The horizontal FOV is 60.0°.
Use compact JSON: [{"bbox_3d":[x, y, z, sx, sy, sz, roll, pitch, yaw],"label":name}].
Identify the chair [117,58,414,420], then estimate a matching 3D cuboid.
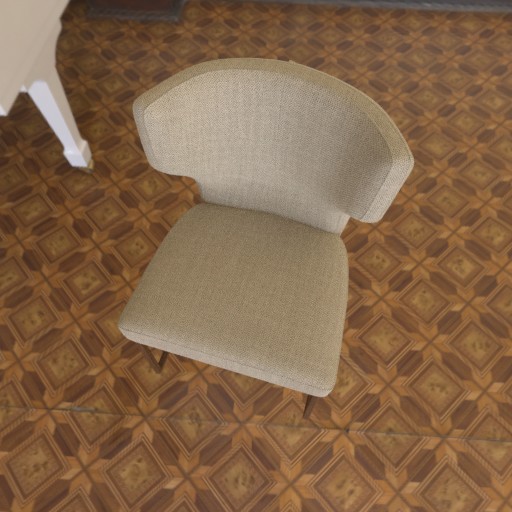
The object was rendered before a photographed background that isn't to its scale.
[{"bbox_3d":[0.000,0.000,1.216,0.611,0.824,0.617,15,61,8],"label":"chair"}]
